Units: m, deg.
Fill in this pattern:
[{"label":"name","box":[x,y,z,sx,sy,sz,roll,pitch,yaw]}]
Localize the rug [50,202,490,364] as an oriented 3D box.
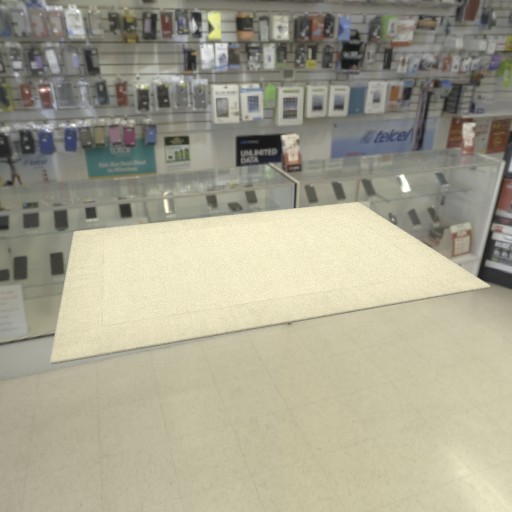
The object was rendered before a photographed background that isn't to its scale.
[{"label":"rug","box":[0.000,0.000,2.267,1.829,0.013,1.219,-7,27,-15]}]
